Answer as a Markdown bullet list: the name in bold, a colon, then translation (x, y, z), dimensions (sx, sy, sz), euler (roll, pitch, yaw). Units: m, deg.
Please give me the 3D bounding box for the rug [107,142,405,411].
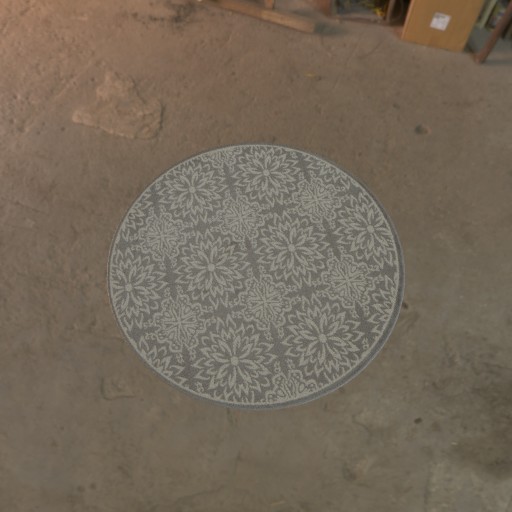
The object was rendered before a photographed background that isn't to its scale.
- **rug**: translation (0.000, 0.000, 2.396), dimensions (1.593, 0.012, 1.593), euler (0, 63, 0)
